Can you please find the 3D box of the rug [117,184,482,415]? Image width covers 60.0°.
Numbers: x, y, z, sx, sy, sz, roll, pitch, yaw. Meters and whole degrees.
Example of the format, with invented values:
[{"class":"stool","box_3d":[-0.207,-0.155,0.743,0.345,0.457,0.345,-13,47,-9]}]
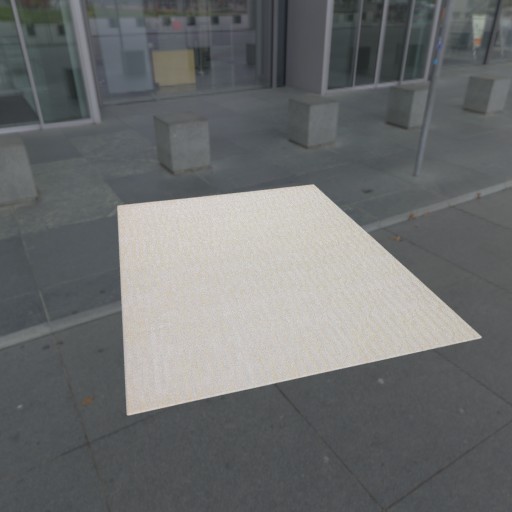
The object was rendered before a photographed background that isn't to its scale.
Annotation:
[{"class":"rug","box_3d":[0.000,0.000,4.074,2.410,0.021,3.055,-8,31,-14]}]
